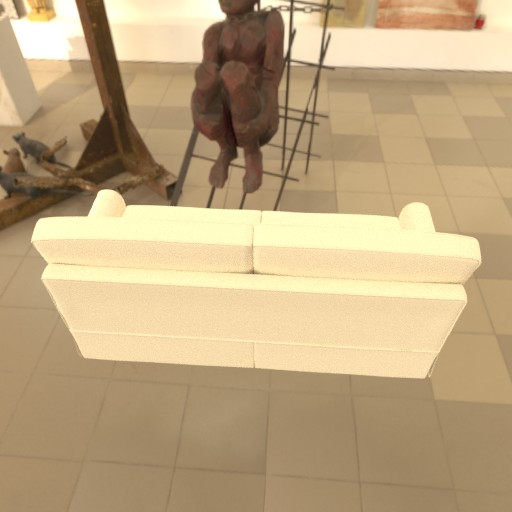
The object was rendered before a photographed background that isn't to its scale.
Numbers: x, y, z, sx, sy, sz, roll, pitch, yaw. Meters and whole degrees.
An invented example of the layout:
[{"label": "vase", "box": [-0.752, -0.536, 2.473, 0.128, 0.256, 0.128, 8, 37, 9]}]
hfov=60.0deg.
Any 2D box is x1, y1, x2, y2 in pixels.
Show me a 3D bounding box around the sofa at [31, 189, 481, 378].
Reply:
[{"label": "sofa", "box": [0.000, 0.000, 2.430, 2.021, 0.937, 0.862, 3, 46, 3]}]
